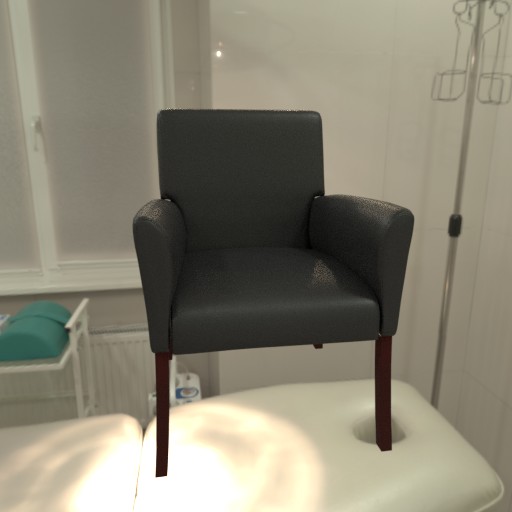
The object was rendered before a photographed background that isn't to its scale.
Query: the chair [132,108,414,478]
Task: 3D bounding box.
[{"bbox_3d":[0.000,0.000,1.437,0.683,0.951,0.772,-2,15,-9],"label":"chair"}]
